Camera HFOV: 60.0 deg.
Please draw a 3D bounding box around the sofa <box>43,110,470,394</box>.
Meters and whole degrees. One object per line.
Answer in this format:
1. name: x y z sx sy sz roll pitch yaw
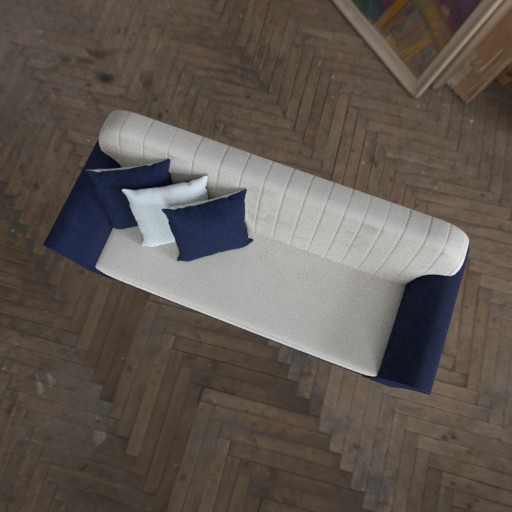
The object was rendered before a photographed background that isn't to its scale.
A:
1. sofa: 0.000 0.000 2.371 2.006 0.789 0.749 20 77 5
